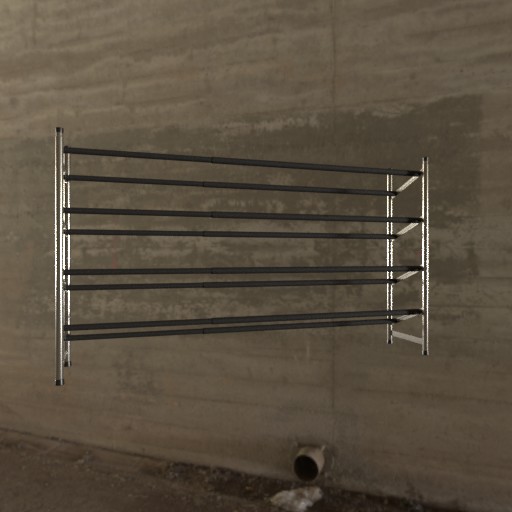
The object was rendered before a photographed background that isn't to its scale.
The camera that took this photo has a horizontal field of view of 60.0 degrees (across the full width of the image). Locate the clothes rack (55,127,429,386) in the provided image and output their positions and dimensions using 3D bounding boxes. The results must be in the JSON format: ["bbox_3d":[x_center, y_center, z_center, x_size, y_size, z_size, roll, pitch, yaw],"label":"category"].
[{"bbox_3d":[0.000,0.000,1.431,1.168,0.672,0.229,0,0,-18],"label":"clothes rack"}]
